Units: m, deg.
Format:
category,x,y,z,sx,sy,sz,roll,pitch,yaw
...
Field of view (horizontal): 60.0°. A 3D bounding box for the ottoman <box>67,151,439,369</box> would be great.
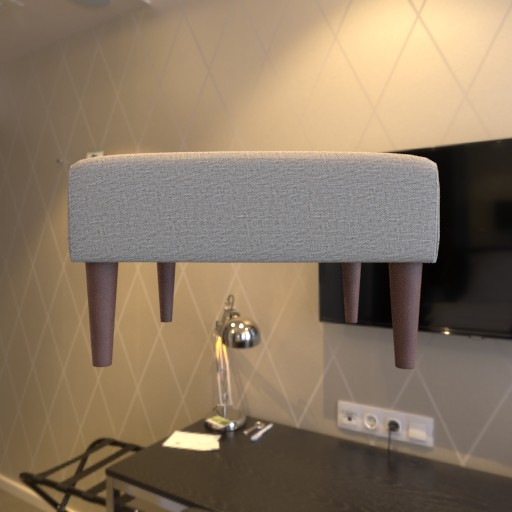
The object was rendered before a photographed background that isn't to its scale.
category,x,y,z,sx,sy,sz,roll,pitch,yaw
ottoman,0.000,0.000,1.063,0.650,0.398,0.649,0,0,2
